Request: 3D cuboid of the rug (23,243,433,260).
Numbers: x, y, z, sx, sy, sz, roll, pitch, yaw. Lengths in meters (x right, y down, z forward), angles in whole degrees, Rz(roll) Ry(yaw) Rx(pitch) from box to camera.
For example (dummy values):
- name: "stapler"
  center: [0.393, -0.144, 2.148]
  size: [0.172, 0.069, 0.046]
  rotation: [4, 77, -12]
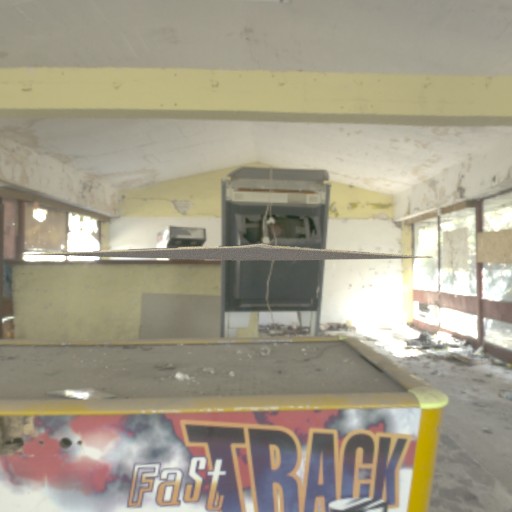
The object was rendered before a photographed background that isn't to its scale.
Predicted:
- name: "rug"
  center: [0.000, 0.000, 4.251]
  size: [2.443, 0.024, 3.228]
  rotation: [-1, -2, 36]
